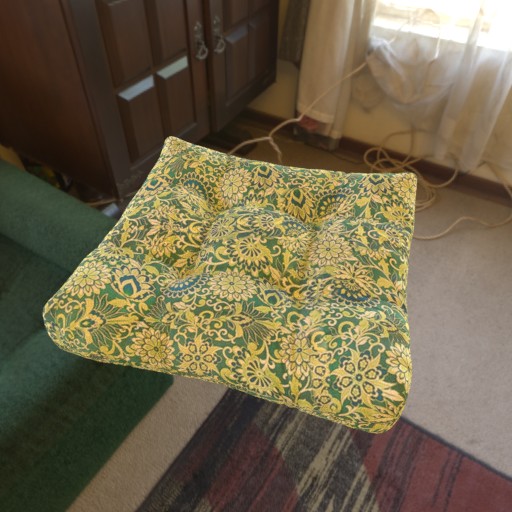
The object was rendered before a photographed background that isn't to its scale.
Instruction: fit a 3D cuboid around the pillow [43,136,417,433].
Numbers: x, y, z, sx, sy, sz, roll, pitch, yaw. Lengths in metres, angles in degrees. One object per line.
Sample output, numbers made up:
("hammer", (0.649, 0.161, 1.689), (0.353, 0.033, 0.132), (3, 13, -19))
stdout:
("pillow", (0.000, 0.000, 0.717), (0.490, 0.128, 0.468), (11, 47, 10))
